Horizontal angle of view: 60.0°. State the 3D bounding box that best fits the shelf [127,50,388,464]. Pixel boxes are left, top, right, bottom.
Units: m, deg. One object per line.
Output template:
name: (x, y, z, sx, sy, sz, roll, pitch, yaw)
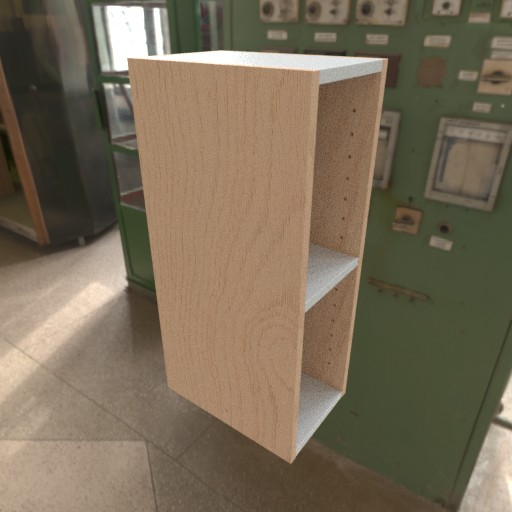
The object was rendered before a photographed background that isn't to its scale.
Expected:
shelf: (0.000, 0.000, 0.734, 0.290, 0.600, 0.200, 19, 34, 32)
